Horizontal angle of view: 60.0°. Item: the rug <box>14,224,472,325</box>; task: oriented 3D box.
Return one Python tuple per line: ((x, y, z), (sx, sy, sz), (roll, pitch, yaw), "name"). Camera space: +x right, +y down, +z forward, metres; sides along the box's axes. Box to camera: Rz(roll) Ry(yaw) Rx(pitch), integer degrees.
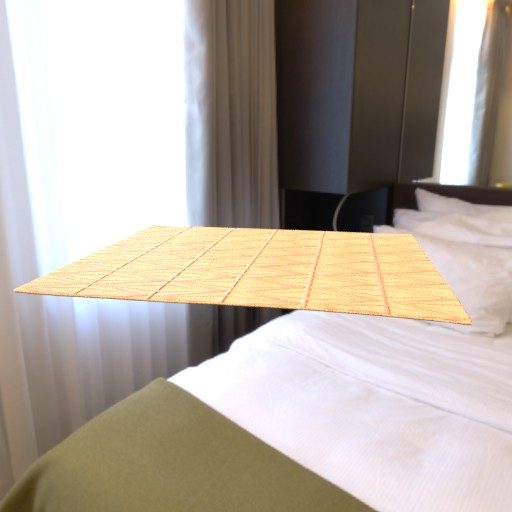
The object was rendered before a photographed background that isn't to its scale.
((0.000, 0.000, 4.011), (3.052, 0.043, 2.453), (3, 15, 10), "rug")
